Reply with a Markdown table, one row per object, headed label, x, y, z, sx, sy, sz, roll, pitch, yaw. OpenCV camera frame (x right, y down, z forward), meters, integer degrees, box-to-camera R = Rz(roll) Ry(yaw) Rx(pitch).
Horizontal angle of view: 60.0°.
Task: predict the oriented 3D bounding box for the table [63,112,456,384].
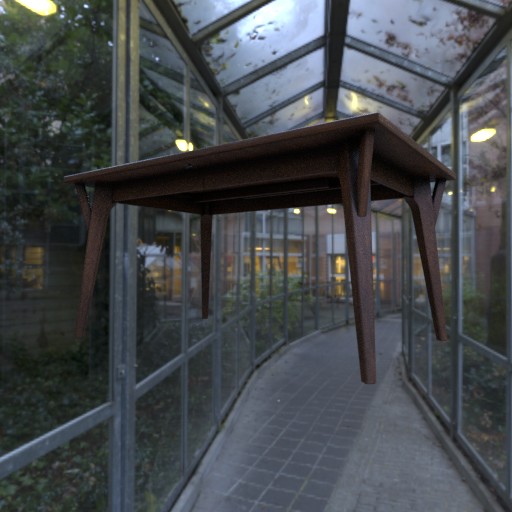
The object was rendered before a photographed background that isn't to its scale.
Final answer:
| label | x | y | z | sx | sy | sz | roll | pitch | yaw |
| --- | --- | --- | --- | --- | --- | --- | --- | --- | --- |
| table | 0.000 | 0.000 | 2.045 | 1.524 | 0.761 | 0.990 | -1 | -2 | 35 |
